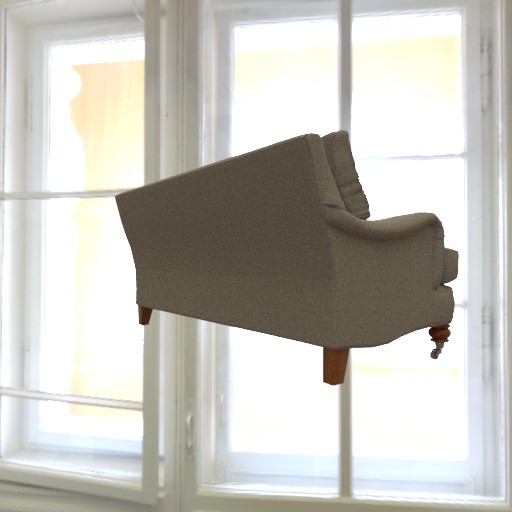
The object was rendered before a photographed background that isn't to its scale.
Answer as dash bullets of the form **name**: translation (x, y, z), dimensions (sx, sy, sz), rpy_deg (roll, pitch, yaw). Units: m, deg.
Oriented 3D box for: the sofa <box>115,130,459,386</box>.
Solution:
- **sofa**: translation (0.000, 0.000, 2.796), dimensions (1.087, 1.054, 2.160), rpy_deg (0, 0, -37)
